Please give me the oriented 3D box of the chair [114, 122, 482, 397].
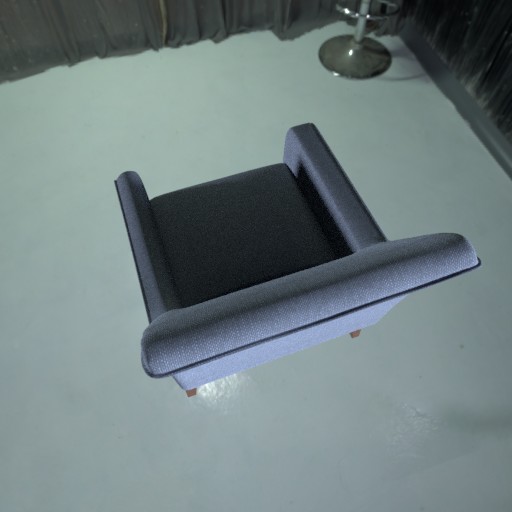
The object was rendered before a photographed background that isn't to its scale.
[{"bbox_3d":[0.000,0.000,1.506,0.780,0.919,0.899,-17,60,-10],"label":"chair"}]
